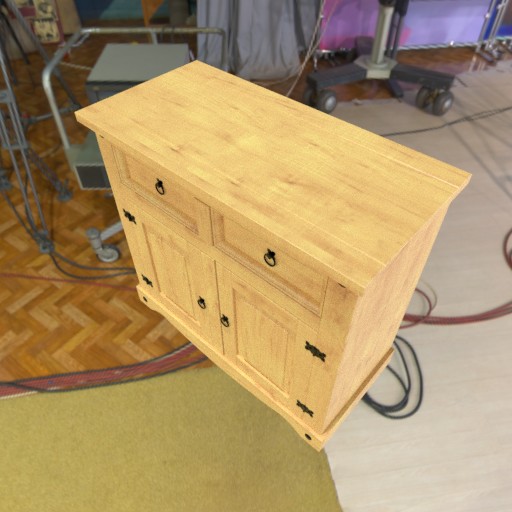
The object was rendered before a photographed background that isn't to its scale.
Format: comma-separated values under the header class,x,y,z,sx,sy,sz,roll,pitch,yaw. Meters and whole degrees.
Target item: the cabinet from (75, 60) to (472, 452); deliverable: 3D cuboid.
class,x,y,z,sx,sy,sz,roll,pitch,yaw
cabinet,0.000,0.000,1.410,0.920,0.840,0.450,33,55,27
